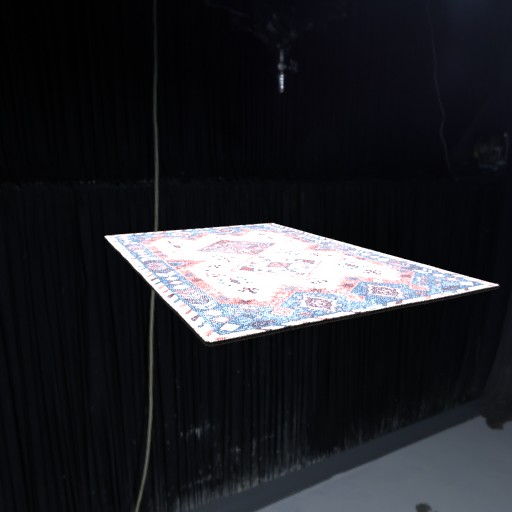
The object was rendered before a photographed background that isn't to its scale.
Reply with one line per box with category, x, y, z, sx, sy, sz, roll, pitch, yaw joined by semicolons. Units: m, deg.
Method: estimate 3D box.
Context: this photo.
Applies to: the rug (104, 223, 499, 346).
rug;0.000;0.000;2.260;1.225;0.015;1.840;-6;14;-26
